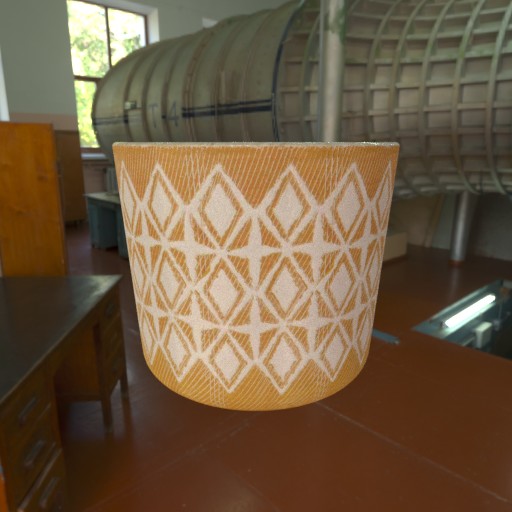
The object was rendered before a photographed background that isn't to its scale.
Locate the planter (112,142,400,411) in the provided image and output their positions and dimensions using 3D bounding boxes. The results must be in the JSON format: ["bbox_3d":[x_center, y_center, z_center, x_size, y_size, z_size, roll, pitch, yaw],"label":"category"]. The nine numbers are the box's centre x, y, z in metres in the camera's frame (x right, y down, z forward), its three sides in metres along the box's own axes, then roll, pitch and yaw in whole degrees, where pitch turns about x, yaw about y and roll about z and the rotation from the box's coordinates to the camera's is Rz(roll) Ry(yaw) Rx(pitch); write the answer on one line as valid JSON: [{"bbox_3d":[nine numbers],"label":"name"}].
[{"bbox_3d":[0.000,0.000,0.332,0.193,0.165,0.193,0,14,0],"label":"planter"}]
